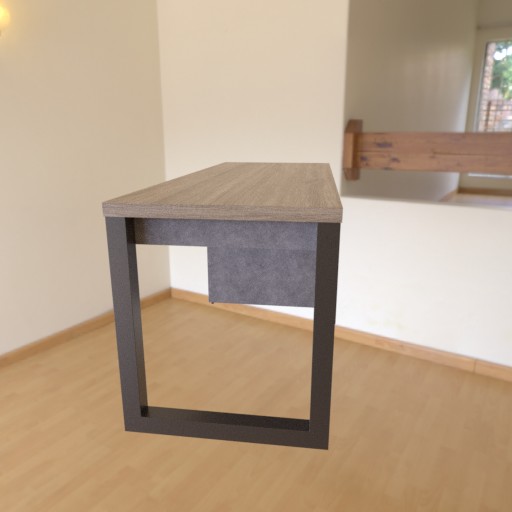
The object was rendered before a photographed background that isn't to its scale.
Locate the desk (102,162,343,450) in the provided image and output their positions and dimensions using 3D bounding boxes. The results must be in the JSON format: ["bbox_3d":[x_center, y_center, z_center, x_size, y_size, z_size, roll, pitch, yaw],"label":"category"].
[{"bbox_3d":[0.000,0.000,2.109,0.690,0.760,1.700,2,16,8],"label":"desk"}]
